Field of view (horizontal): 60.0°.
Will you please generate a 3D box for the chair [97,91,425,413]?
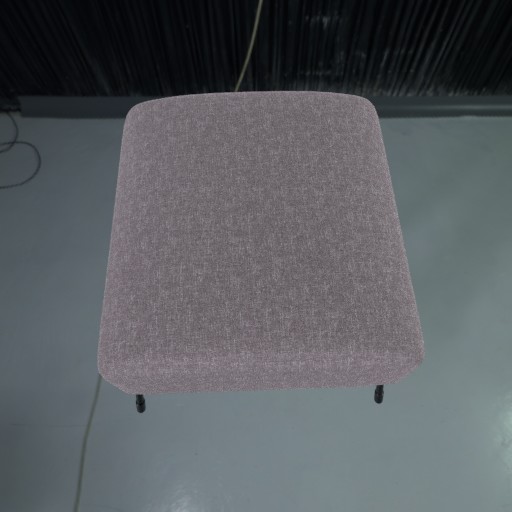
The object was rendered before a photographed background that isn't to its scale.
[{"bbox_3d":[0.000,0.000,0.880,0.530,0.410,0.530,-2,65,-1],"label":"chair"}]
